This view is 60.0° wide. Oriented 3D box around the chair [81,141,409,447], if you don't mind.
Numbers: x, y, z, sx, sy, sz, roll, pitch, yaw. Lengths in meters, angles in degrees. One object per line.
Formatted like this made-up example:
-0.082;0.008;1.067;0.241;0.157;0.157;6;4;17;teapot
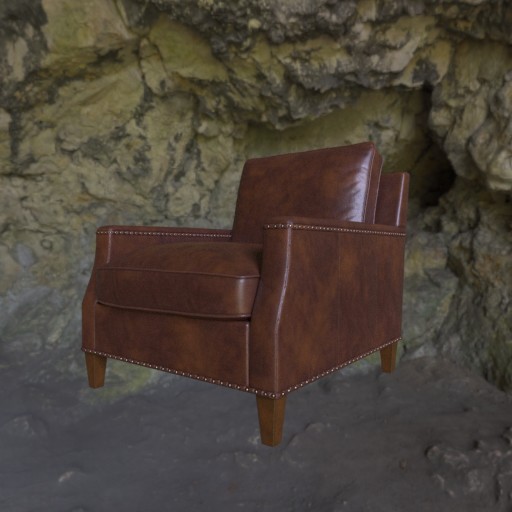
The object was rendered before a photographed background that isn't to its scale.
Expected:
0.000;0.000;1.695;0.853;0.929;1.014;1;1;37;chair
